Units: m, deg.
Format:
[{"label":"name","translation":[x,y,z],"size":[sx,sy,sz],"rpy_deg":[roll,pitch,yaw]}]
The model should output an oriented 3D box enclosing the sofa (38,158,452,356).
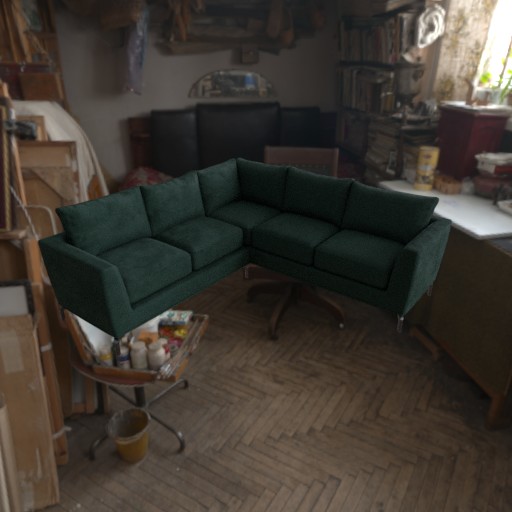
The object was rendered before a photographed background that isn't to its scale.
[{"label":"sofa","translation":[0.000,0.000,3.774],"size":[2.452,1.004,2.468],"rpy_deg":[19,31,33]}]
